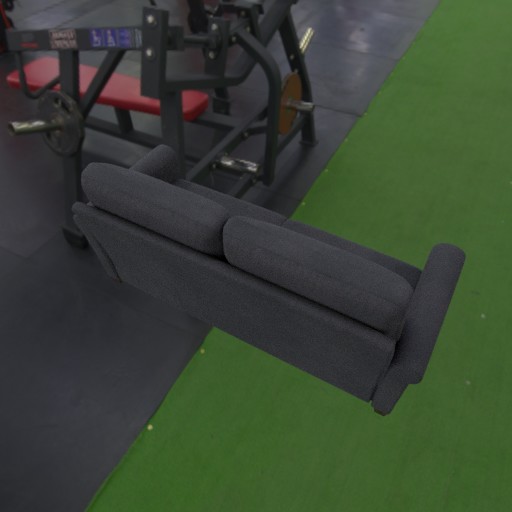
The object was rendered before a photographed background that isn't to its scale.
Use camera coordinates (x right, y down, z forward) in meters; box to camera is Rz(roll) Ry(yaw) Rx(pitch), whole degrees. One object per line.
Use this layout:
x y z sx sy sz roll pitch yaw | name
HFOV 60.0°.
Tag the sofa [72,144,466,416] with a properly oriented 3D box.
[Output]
0.000 0.000 2.373 1.935 0.942 0.842 23 51 20 | sofa
